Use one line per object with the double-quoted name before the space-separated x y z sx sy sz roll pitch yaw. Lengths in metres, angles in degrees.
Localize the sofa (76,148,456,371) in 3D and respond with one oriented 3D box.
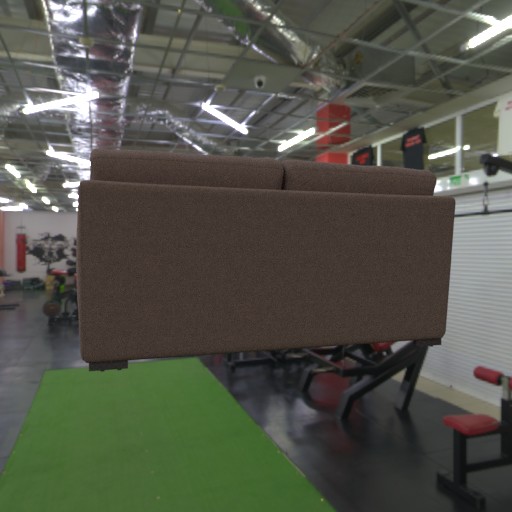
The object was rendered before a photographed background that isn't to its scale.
"sofa" 0.000 0.000 2.529 1.869 0.950 1.140 0 1 -17
